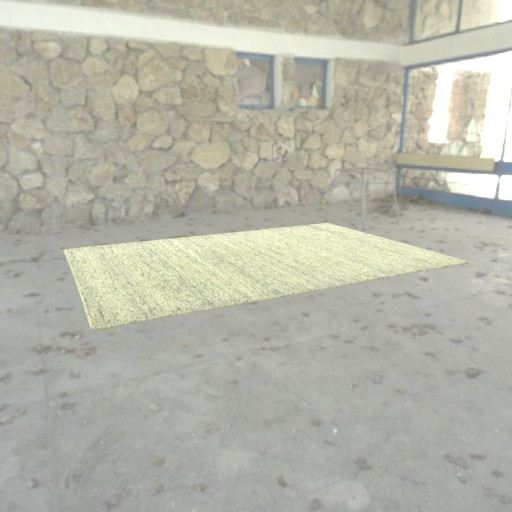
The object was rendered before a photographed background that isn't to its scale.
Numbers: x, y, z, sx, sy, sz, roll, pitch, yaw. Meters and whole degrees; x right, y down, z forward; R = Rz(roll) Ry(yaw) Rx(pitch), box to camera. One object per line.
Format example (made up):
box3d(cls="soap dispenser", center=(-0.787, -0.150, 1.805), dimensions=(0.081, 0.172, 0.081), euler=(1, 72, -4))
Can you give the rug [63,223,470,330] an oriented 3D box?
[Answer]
box3d(cls="rug", center=(0.000, 0.000, 2.404), dimensions=(1.846, 0.014, 1.243), euler=(-7, 16, -26))
